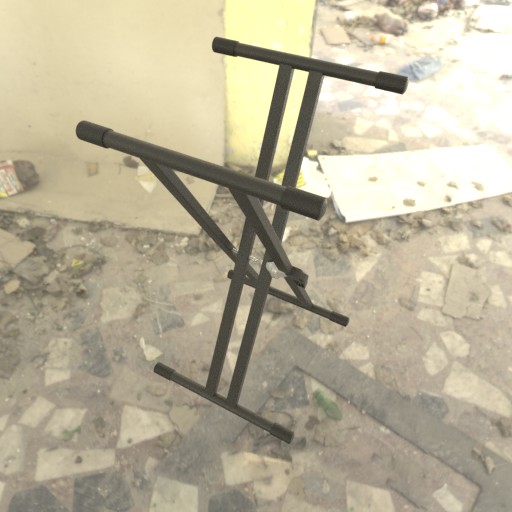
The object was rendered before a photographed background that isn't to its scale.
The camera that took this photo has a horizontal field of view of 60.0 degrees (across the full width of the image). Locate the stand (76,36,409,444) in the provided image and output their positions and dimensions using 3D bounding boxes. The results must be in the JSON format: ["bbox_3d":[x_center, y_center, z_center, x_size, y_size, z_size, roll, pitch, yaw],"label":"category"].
[{"bbox_3d":[0.000,0.000,1.199,0.495,0.900,0.503,21,50,19],"label":"stand"}]
